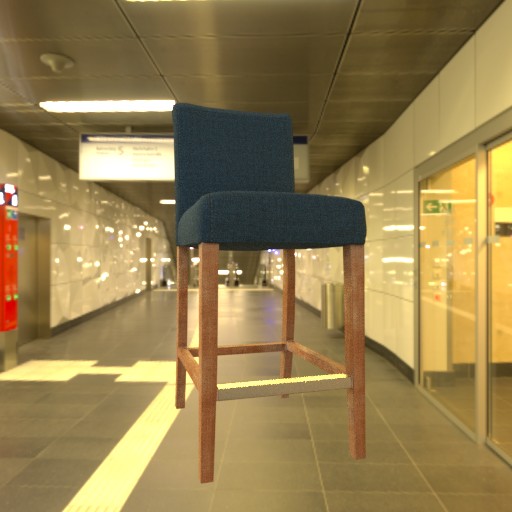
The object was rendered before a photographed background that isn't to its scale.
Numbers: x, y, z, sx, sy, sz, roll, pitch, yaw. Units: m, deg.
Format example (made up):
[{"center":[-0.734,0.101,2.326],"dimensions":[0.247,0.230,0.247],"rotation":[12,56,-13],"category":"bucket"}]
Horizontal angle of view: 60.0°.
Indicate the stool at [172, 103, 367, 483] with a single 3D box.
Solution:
[{"center":[0.000,0.000,1.330],"dimensions":[0.454,1.039,0.567],"rotation":[0,0,-18],"category":"stool"}]
